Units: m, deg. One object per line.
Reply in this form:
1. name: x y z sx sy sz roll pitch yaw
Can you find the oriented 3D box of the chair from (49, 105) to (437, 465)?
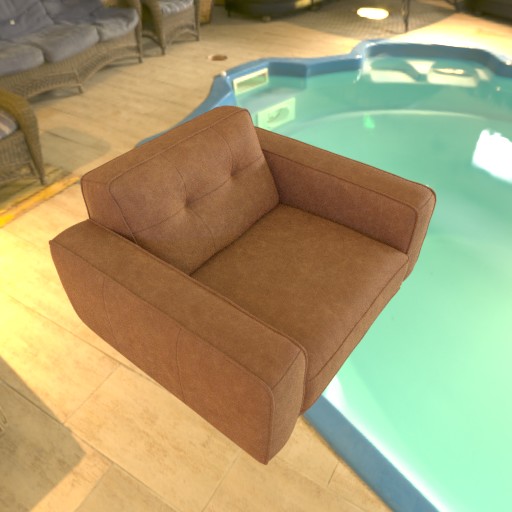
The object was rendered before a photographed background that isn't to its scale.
1. chair: 0.000 0.000 1.690 0.952 0.782 1.118 27 49 27
